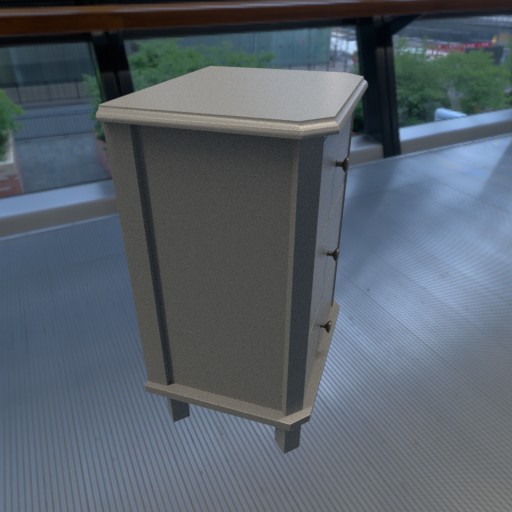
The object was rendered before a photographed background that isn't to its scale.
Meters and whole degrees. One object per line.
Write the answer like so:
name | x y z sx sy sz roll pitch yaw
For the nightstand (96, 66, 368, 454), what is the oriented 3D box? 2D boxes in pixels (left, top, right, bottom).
nightstand | 0.000 0.000 0.940 0.348 0.680 0.435 10 32 16
